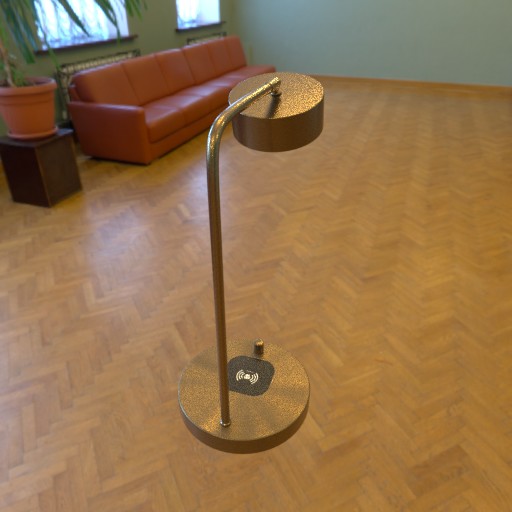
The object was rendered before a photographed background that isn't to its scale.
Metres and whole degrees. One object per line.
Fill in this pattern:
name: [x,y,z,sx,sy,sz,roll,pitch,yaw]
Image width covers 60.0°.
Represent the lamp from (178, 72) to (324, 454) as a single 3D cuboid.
lamp: [0.000,0.000,0.531,0.171,0.380,0.270,10,32,16]
